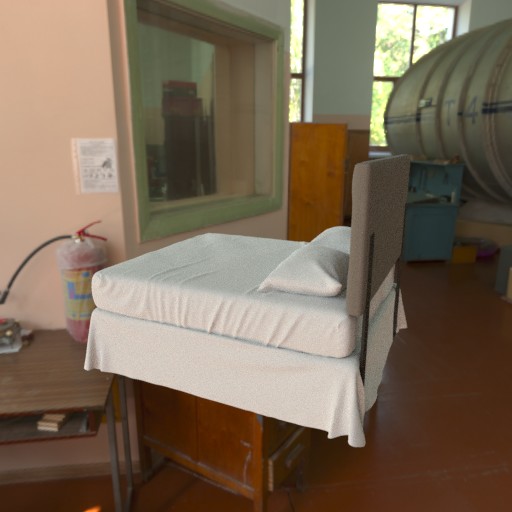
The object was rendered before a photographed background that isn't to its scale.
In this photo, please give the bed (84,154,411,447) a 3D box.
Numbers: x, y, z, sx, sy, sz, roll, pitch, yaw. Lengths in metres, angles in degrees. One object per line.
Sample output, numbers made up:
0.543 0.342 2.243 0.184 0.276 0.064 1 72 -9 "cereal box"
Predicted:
0.000 0.000 3.555 2.222 1.577 1.936 7 16 24 "bed"
